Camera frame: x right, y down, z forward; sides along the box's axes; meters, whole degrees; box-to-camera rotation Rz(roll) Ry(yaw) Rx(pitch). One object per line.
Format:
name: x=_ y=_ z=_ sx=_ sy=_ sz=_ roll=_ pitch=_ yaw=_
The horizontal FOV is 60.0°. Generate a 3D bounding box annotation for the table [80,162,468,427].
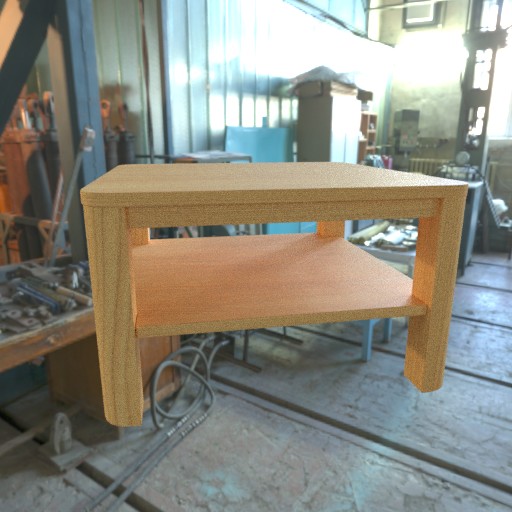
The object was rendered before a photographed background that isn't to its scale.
table: x=0.000 y=0.000 z=1.202 sx=0.750 sy=0.450 sz=0.750 roll=-3 pitch=16 yaw=-10
